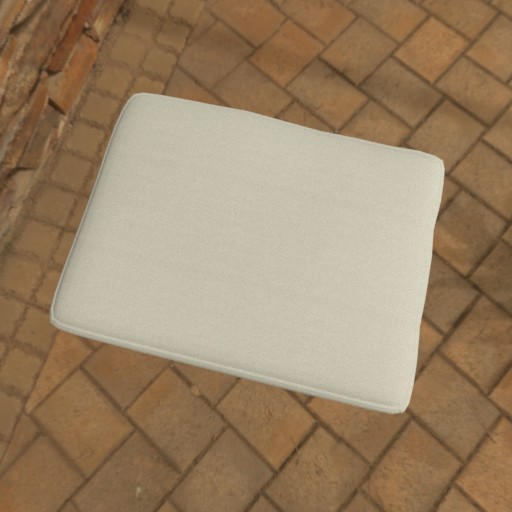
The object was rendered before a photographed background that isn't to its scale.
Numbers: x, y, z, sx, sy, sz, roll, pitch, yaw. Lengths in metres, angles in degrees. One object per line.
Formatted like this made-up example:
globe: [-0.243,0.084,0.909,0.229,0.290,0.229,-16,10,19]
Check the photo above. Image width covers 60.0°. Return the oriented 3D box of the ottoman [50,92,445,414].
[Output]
ottoman: [0.000,0.000,1.209,0.818,0.496,0.634,13,76,3]
